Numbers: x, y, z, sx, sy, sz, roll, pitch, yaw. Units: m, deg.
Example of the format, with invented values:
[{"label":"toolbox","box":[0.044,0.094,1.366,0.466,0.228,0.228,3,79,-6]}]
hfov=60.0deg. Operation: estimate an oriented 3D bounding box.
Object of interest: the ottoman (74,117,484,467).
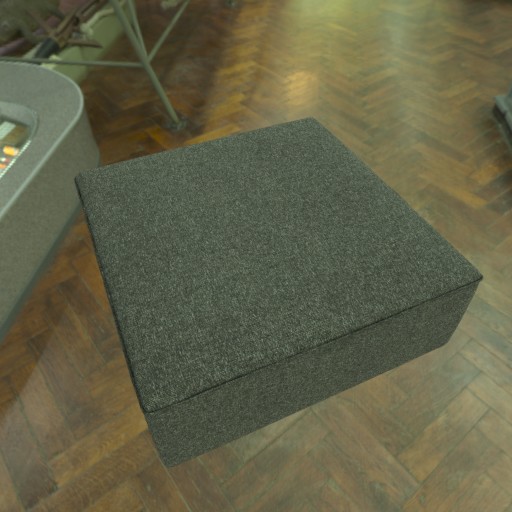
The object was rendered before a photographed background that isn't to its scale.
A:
[{"label":"ottoman","box":[0.000,0.000,1.556,1.021,0.423,1.017,-18,49,-16]}]
